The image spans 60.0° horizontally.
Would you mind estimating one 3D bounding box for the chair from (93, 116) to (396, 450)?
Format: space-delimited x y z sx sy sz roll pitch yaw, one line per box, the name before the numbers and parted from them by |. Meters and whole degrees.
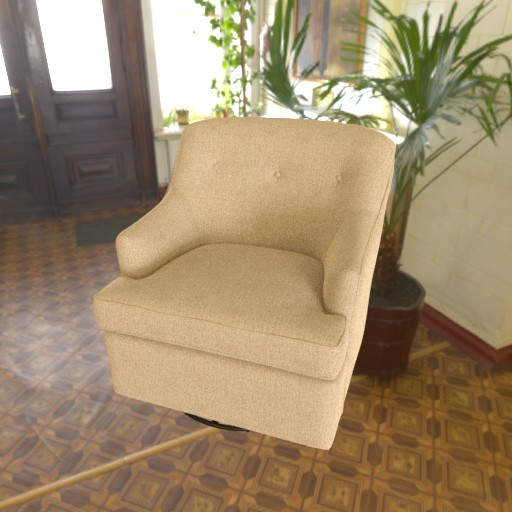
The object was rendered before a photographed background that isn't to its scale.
chair | 0.000 0.000 1.622 0.864 0.856 0.923 9 27 17
